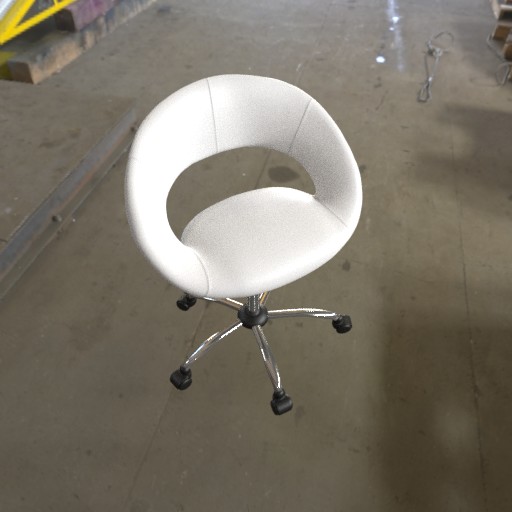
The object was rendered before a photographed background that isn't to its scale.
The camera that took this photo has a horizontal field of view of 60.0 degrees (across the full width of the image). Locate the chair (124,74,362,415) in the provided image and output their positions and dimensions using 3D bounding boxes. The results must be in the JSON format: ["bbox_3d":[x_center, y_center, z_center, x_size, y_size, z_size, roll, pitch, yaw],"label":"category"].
[{"bbox_3d":[0.000,0.000,1.177,0.612,0.791,0.538,-23,51,-21],"label":"chair"}]
